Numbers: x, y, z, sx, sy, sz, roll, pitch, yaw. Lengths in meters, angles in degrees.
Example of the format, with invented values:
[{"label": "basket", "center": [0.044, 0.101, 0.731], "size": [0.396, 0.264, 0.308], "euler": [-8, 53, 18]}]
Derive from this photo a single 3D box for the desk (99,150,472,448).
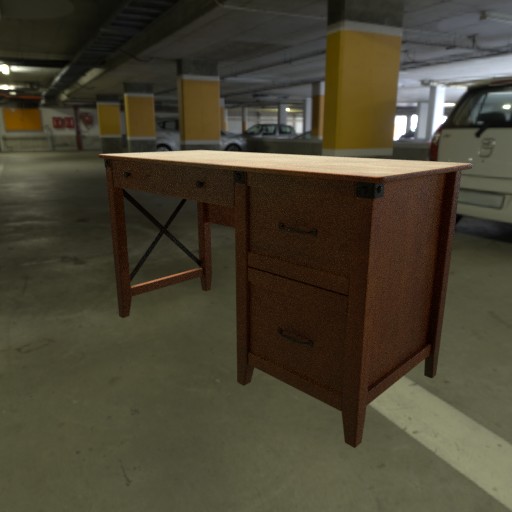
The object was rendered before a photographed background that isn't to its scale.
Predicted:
[{"label": "desk", "center": [0.000, 0.000, 1.751], "size": [1.353, 0.756, 0.574], "euler": [15, 22, 42]}]
